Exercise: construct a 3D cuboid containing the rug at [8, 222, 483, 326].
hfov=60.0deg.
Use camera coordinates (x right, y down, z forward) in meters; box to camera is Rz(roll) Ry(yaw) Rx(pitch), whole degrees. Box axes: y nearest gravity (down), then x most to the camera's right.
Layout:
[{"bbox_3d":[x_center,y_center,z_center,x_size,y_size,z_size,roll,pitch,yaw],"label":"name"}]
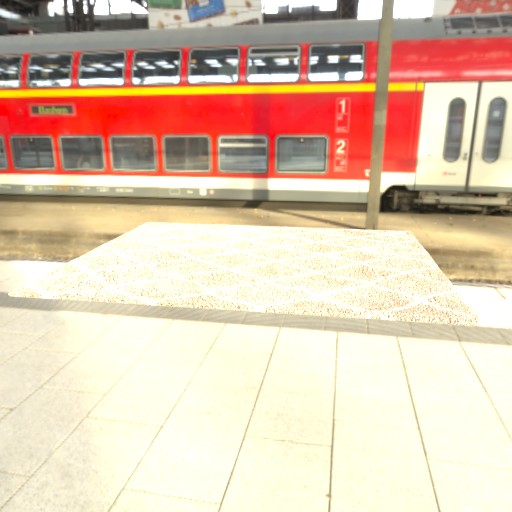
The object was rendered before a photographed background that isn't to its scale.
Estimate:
[{"bbox_3d":[0.000,0.000,3.933,3.047,0.029,2.438,3,16,9],"label":"rug"}]
